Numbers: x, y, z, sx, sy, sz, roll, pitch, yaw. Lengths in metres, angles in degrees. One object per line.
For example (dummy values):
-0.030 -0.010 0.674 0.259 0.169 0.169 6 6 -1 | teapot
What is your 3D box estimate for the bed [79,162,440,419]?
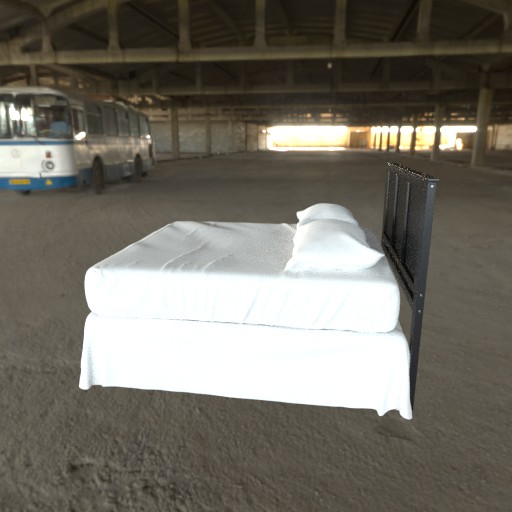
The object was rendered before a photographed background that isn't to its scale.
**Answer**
0.000 0.000 3.205 2.050 1.270 1.870 2 15 9 | bed
